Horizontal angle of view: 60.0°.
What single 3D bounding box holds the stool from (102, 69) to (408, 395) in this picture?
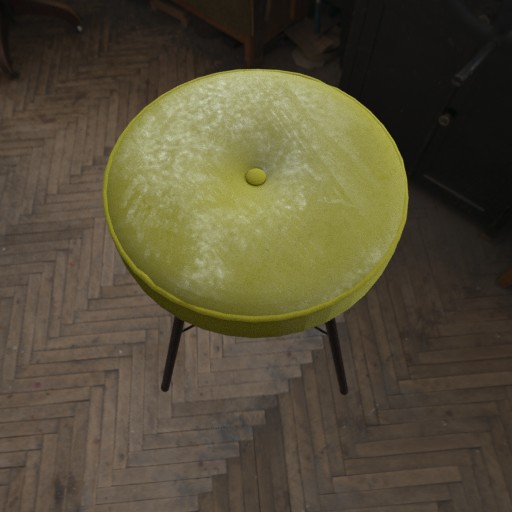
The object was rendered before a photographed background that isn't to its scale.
[{"bbox_3d":[0.000,0.000,0.805,0.409,0.508,0.409,1,64,0],"label":"stool"}]
